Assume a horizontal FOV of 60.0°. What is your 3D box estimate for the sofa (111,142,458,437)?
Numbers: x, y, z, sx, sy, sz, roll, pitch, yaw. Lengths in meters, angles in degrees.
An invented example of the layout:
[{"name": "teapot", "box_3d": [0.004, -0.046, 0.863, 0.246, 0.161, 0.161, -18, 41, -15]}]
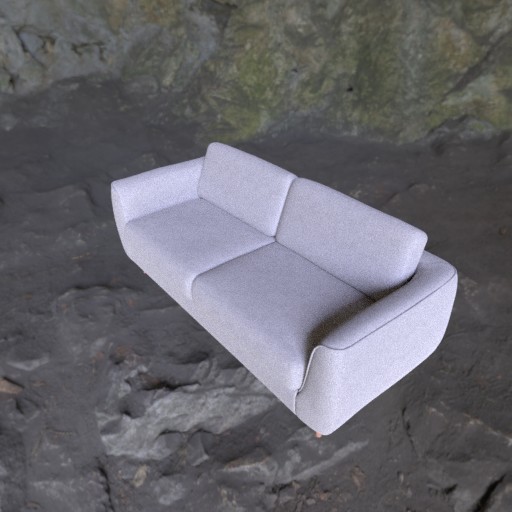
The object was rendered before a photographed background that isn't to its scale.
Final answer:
[{"name": "sofa", "box_3d": [0.000, 0.000, 2.509, 0.920, 0.850, 2.000, -23, 39, -32]}]
